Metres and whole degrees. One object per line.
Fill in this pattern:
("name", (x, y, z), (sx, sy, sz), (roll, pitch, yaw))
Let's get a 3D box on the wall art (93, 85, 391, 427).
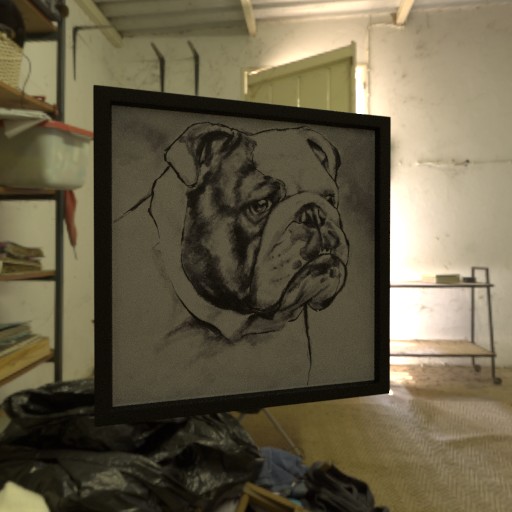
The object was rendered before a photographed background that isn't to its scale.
("wall art", (0.000, 0.000, 0.664), (0.456, 0.453, 0.022), (0, 1, -18))
